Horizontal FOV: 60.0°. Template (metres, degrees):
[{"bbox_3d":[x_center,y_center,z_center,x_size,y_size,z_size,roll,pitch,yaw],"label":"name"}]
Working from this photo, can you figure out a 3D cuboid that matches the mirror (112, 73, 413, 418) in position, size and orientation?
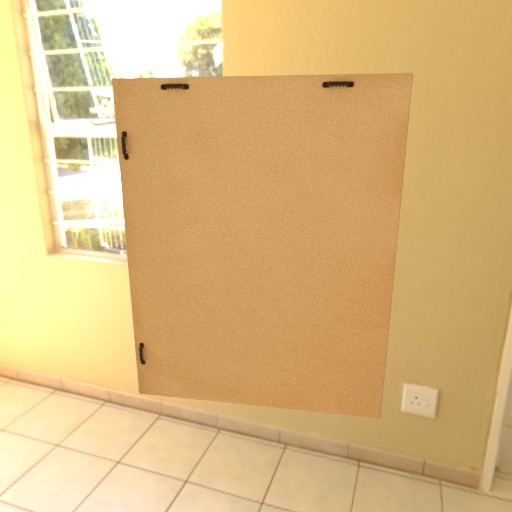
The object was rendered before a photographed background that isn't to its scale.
[{"bbox_3d":[0.000,0.000,0.677,0.406,0.509,0.041,3,17,9],"label":"mirror"}]
